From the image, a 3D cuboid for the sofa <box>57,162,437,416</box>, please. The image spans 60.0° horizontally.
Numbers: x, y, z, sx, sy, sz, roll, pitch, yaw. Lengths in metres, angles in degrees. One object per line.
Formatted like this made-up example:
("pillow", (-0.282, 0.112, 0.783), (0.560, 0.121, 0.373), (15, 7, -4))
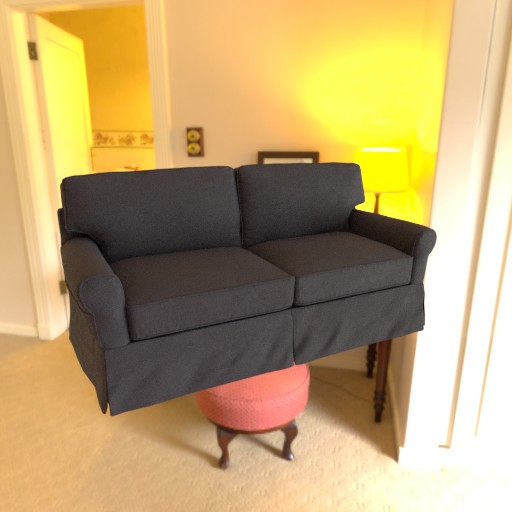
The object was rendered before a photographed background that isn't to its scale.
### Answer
("sofa", (0.000, 0.000, 2.827), (2.256, 1.094, 0.983), (-8, 18, -26))
